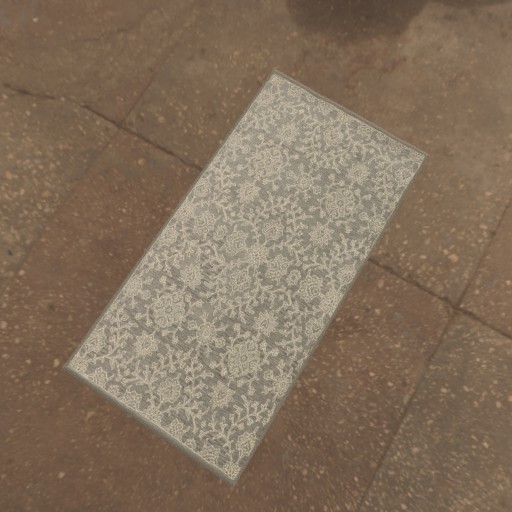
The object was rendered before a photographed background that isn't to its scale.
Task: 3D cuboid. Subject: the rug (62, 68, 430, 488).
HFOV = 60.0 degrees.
[{"bbox_3d":[0.000,0.000,3.546,1.546,0.011,3.048,32,79,7],"label":"rug"}]
